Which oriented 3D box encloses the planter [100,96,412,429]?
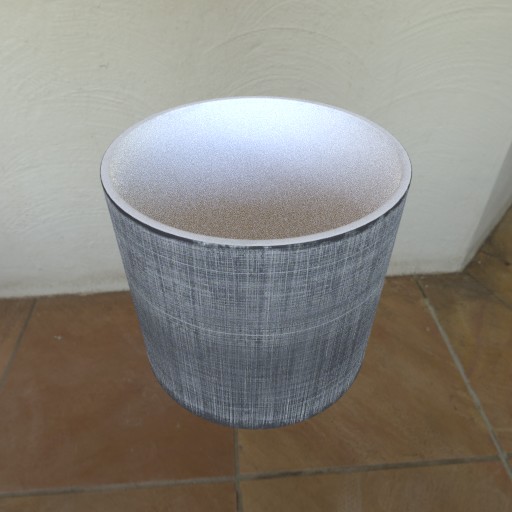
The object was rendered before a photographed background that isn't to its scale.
[{"bbox_3d":[0.000,0.000,0.389,0.221,0.201,0.221,0,40,0],"label":"planter"}]
